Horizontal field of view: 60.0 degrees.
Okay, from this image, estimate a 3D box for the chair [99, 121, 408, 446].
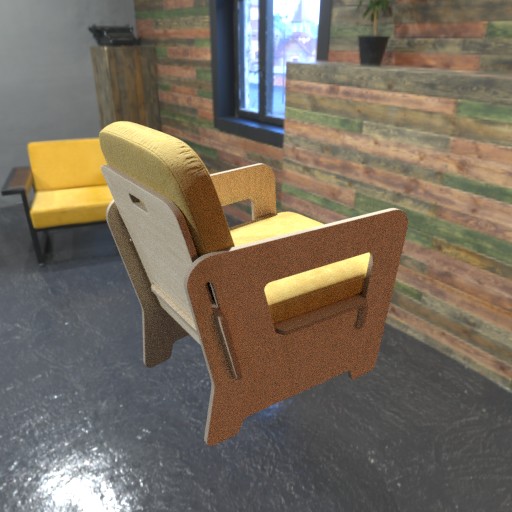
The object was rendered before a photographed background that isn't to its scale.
[{"bbox_3d":[0.000,0.000,1.305,0.710,0.800,0.590,-18,31,-32],"label":"chair"}]
